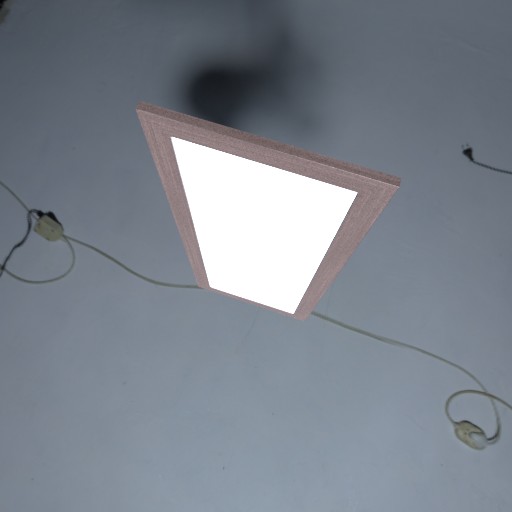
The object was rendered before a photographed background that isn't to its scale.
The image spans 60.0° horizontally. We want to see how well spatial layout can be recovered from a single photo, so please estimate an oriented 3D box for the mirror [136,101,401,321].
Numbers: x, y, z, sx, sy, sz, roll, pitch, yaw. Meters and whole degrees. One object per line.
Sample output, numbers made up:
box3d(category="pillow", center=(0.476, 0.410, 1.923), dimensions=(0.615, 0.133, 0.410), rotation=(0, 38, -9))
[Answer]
box3d(category="mirror", center=(0.000, 0.000, 2.262), dimensions=(0.812, 2.020, 0.221), rotation=(18, 77, 4))
